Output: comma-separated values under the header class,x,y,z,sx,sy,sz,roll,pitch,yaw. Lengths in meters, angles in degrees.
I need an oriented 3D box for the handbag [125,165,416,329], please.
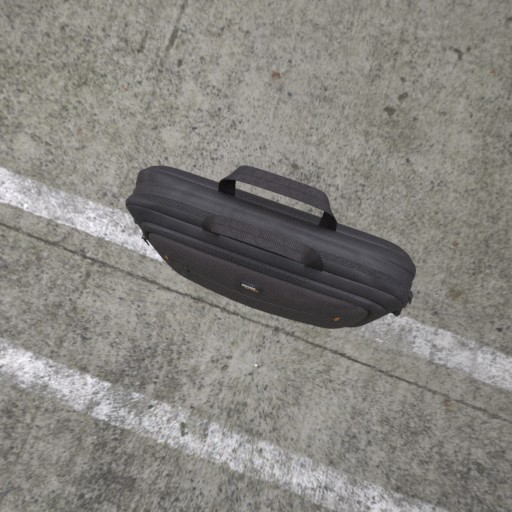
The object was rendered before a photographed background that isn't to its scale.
class,x,y,z,sx,sy,sz,roll,pitch,yaw
handbag,0.000,0.000,0.442,0.320,0.244,0.089,19,77,5
